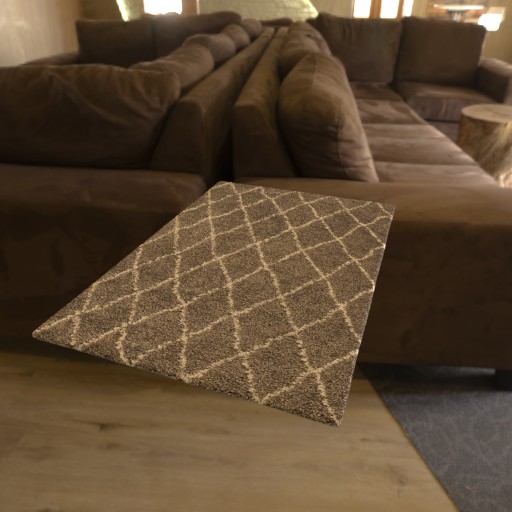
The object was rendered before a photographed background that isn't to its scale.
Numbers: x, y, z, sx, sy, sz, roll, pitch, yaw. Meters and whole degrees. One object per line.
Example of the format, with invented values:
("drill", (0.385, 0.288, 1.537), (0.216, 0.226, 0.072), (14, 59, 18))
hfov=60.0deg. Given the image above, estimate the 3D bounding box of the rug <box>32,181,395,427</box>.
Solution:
("rug", (0.000, 0.000, 2.270), (1.219, 0.030, 1.778), (11, 32, 18))
